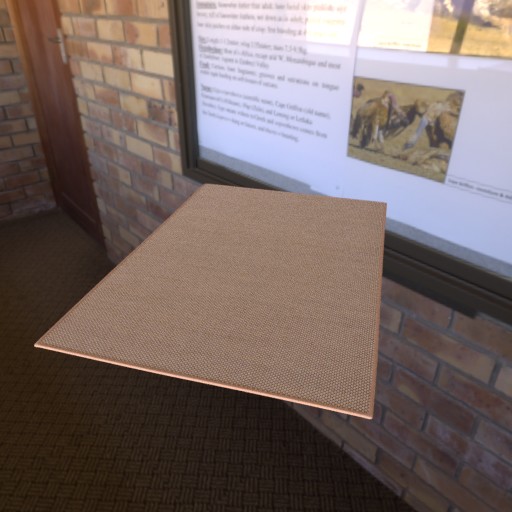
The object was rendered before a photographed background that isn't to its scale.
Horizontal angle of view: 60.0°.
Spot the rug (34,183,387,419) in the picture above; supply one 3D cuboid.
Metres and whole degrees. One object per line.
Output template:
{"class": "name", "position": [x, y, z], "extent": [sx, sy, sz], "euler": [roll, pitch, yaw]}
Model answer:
{"class": "rug", "position": [0.000, 0.000, 2.740], "extent": [1.524, 0.013, 2.134], "euler": [8, 31, 14]}
